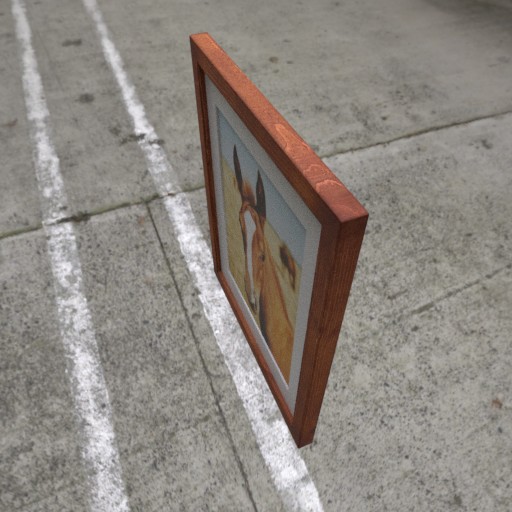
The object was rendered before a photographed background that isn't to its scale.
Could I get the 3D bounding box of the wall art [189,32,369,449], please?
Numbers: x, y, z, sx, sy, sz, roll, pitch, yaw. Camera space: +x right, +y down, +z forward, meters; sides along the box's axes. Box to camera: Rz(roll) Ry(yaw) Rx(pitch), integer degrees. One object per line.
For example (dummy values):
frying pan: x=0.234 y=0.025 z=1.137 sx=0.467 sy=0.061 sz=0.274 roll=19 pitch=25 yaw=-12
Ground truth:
wall art: x=0.000 y=0.000 z=0.747 sx=0.030 sy=0.558 sz=0.462 roll=-17 pitch=49 yaw=-15
